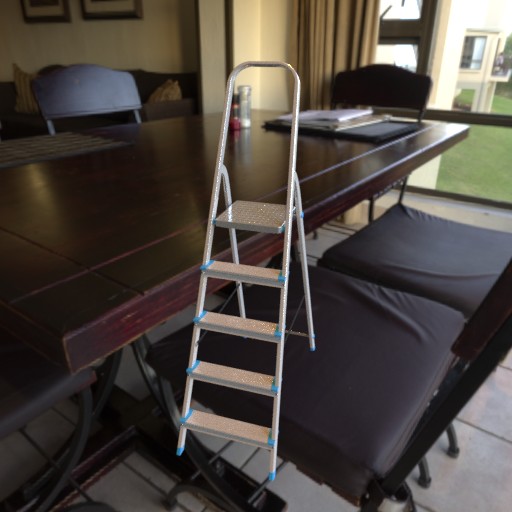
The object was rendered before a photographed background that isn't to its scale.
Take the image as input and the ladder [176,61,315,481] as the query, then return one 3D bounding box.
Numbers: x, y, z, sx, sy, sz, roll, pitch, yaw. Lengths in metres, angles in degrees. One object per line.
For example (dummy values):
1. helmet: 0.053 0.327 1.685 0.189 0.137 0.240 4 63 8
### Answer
1. ladder: 0.000 0.000 2.056 0.468 1.648 0.990 8 26 16
